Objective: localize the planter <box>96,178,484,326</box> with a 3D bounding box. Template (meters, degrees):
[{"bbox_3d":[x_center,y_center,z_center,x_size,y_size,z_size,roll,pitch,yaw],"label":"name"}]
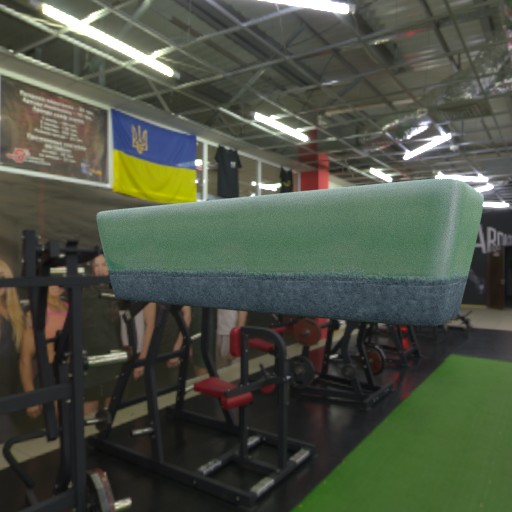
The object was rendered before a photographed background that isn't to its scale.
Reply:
[{"bbox_3d":[0.000,0.000,0.306,0.275,0.072,0.072,0,0,36],"label":"planter"}]
